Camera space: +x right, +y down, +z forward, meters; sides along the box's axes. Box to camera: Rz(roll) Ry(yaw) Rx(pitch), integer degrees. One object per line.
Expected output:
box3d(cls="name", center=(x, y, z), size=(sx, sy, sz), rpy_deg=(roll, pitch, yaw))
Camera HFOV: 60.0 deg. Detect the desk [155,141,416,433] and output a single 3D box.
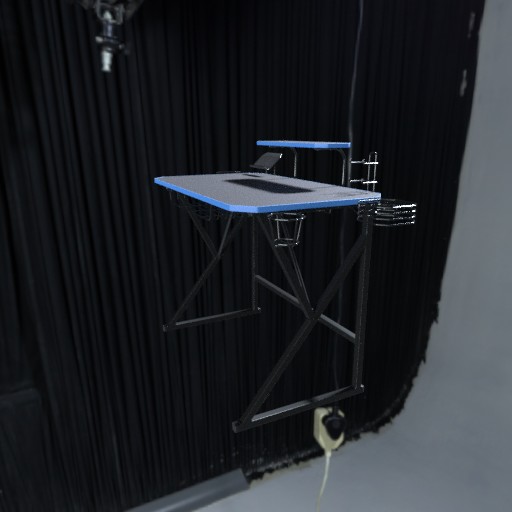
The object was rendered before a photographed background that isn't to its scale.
box3d(cls="desk", center=(0.000, 0.000, 1.833), size=(0.594, 0.909, 1.295), rpy_deg=(-8, 17, -26))
